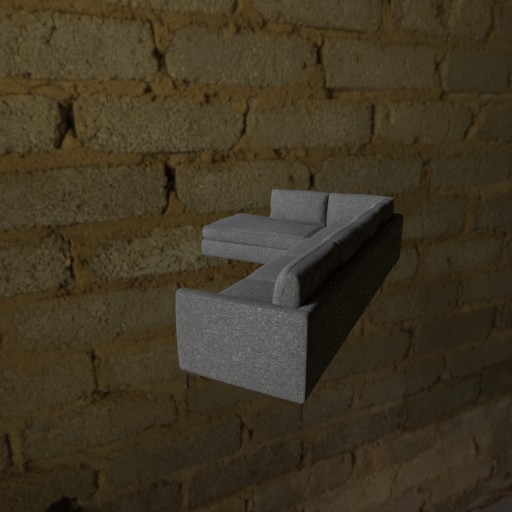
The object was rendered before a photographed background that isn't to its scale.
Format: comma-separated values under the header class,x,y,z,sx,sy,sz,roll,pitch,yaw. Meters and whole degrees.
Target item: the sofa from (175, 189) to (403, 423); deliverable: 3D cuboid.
class,x,y,z,sx,sy,sz,roll,pitch,yaw
sofa,0.000,0.000,3.856,2.007,0.815,2.949,8,18,25
